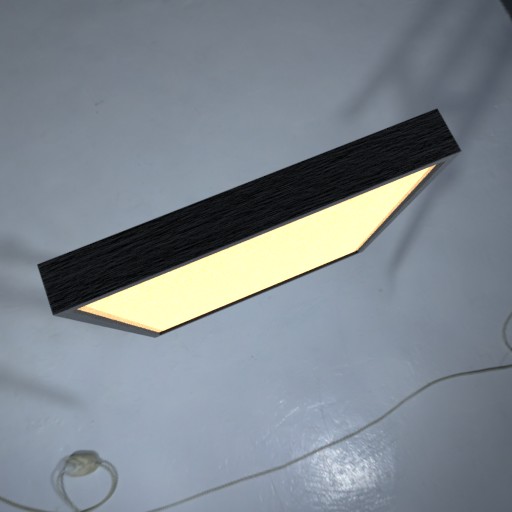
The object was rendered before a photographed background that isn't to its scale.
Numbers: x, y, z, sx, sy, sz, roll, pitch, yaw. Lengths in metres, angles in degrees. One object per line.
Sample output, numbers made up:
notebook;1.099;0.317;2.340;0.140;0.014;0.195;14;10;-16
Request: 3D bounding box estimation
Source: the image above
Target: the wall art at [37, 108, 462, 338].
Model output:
wall art;0.000;0.000;0.457;0.305;0.305;0.037;-22;78;-5
